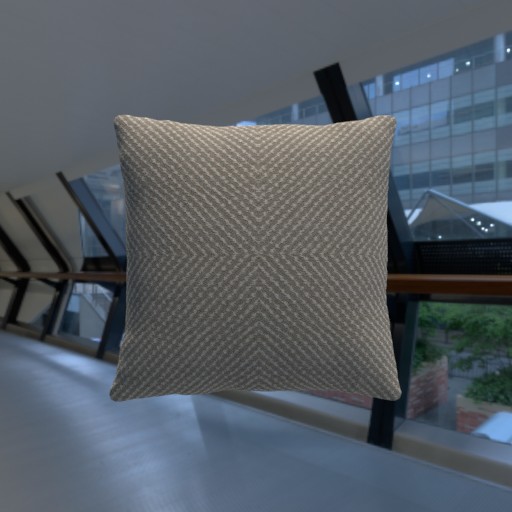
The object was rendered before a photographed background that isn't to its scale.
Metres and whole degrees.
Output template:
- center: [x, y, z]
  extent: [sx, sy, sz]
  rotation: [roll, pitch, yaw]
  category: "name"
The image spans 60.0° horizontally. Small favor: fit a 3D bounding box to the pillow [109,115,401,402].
- center: [0.000, 0.000, 0.708]
  extent: [0.459, 0.458, 0.181]
  rotation: [0, -1, -1]
  category: "pillow"
